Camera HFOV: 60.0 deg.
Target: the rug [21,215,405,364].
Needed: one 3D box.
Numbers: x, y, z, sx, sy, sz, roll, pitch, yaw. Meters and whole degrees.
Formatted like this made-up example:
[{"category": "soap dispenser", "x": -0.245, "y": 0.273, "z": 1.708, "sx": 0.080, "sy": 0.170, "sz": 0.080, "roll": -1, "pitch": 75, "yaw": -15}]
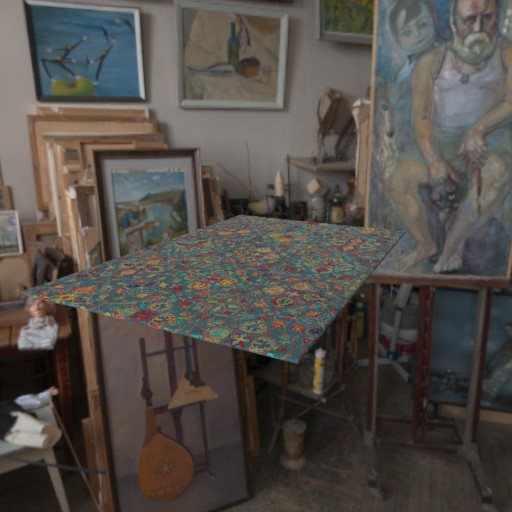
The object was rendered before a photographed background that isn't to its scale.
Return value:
[{"category": "rug", "x": 0.000, "y": 0.000, "z": 2.322, "sx": 1.216, "sy": 0.014, "sz": 1.836, "roll": 8, "pitch": 18, "yaw": 26}]
